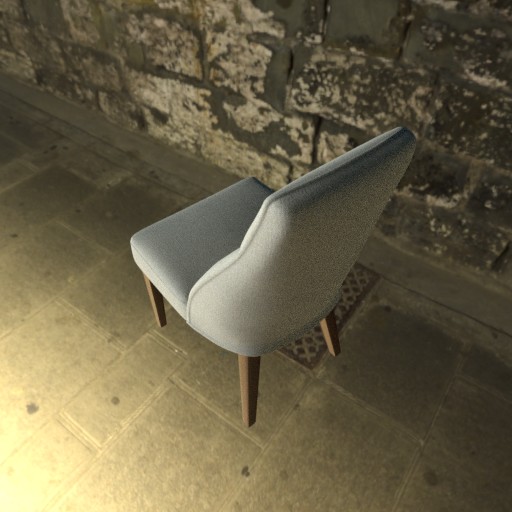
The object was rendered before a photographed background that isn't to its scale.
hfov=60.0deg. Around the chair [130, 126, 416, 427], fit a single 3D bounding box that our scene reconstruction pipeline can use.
[{"bbox_3d":[0.000,0.000,1.269,0.500,0.930,0.620,-31,54,-26],"label":"chair"}]
